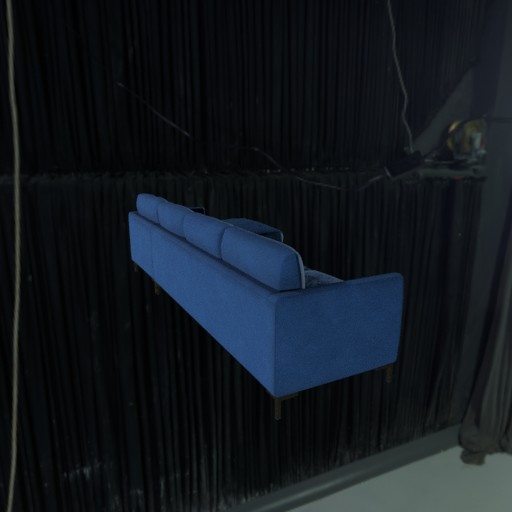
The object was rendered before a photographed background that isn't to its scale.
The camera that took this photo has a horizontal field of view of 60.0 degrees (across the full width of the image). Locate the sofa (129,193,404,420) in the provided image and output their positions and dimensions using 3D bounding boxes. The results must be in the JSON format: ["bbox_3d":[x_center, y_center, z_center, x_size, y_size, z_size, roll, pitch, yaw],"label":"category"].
[{"bbox_3d":[0.000,0.000,3.526,1.350,0.810,2.932,-8,16,-27],"label":"sofa"}]
